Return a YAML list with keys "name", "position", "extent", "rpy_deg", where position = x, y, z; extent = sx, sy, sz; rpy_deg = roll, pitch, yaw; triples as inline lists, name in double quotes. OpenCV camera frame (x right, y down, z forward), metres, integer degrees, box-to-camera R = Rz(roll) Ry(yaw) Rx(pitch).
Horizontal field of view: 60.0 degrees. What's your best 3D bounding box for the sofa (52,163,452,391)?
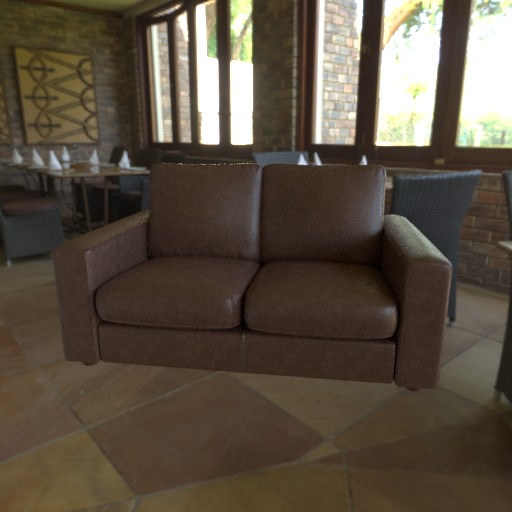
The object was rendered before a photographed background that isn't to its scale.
- name: "sofa"
  position: [0.000, 0.000, 2.218]
  extent: [1.616, 0.873, 1.016]
  rpy_deg: [2, 15, 8]
